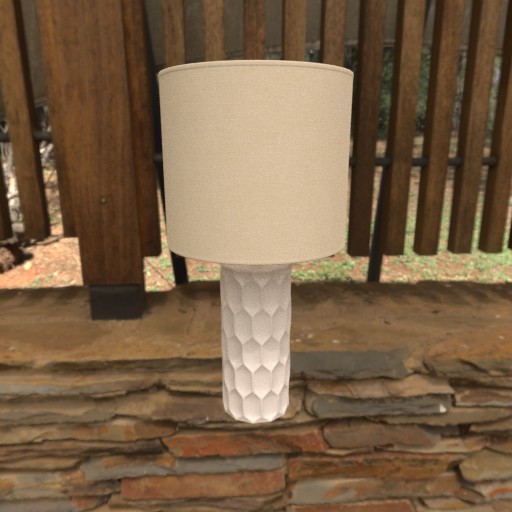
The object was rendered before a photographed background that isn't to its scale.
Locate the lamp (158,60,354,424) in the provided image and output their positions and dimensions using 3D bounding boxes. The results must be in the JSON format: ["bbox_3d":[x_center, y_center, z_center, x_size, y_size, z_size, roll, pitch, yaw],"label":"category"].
[{"bbox_3d":[0.000,0.000,0.709,0.277,0.537,0.277,-2,15,-9],"label":"lamp"}]
